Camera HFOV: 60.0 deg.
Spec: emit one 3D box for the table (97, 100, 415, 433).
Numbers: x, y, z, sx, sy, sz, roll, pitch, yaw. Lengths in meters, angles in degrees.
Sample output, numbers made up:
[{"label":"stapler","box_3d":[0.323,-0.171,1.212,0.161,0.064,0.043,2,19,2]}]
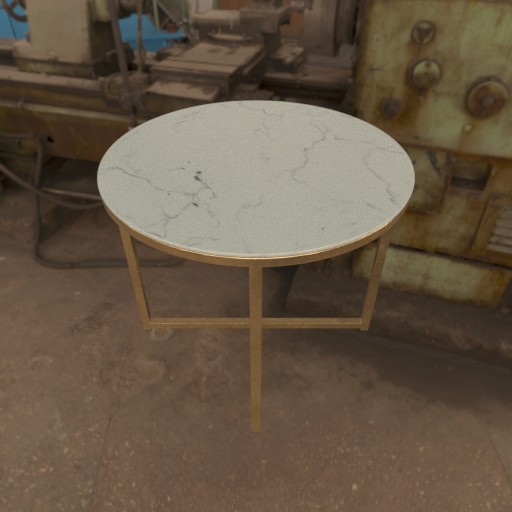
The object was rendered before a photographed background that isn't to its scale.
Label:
[{"label":"table","box_3d":[0.000,0.000,0.857,0.500,0.420,0.500,0,40,0]}]
